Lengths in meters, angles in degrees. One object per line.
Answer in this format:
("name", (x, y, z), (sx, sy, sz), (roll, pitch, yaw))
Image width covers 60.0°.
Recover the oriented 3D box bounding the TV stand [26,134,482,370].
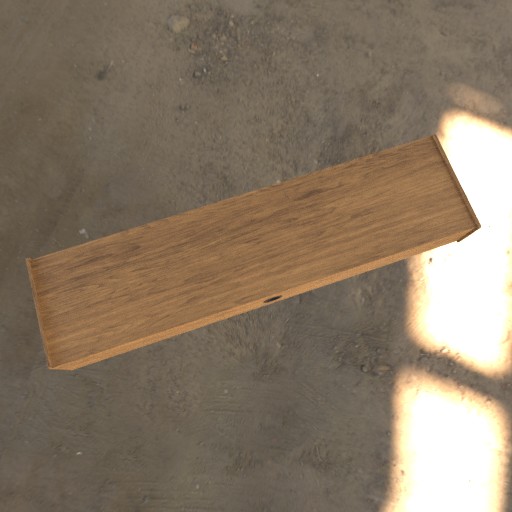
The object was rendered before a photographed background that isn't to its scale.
("TV stand", (0.000, 0.000, 1.995), (1.796, 0.415, 0.467), (-18, 75, -5))
